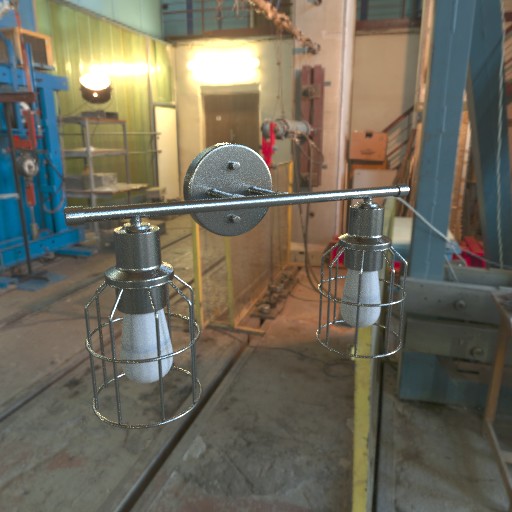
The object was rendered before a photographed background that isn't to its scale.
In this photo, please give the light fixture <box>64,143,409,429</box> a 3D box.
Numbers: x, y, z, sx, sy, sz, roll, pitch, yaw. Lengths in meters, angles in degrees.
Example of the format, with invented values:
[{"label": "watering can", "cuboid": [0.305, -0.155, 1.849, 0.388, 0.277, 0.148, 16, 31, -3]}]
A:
[{"label": "light fixture", "cuboid": [0.000, 0.000, 0.520, 0.406, 0.254, 0.165, -8, 17, -27]}]
